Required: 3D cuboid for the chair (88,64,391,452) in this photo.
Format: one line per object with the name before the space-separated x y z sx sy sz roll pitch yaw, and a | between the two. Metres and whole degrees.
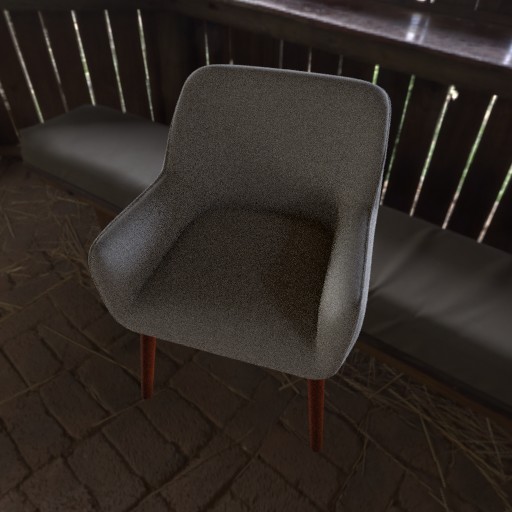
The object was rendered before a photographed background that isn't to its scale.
chair | 0.000 0.000 1.217 0.610 0.813 0.610 12 43 13
